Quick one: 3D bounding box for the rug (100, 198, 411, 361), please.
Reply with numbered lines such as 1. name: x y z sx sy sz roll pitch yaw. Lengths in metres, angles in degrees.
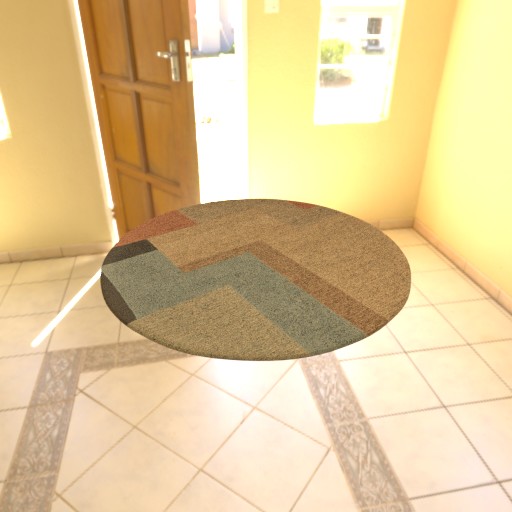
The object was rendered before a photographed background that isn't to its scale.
1. rug: 0.000 0.000 3.649 2.461 0.033 2.461 0 30 0
